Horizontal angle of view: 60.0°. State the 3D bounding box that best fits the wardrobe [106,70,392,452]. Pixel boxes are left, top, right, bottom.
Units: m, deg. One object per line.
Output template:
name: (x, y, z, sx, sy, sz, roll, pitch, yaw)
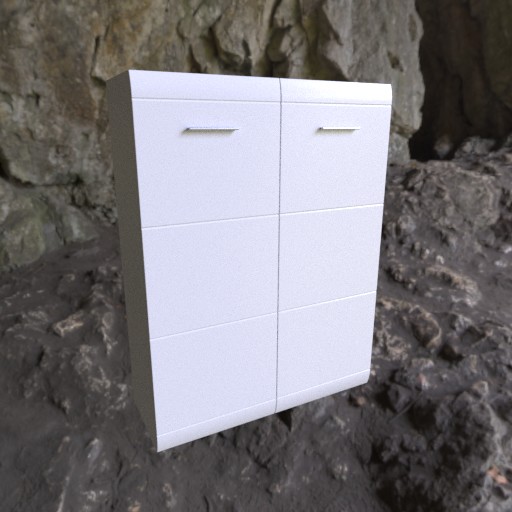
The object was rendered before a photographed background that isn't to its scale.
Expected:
wardrobe: (0.000, 0.000, 1.637, 0.900, 1.200, 0.360, -8, 18, -26)
